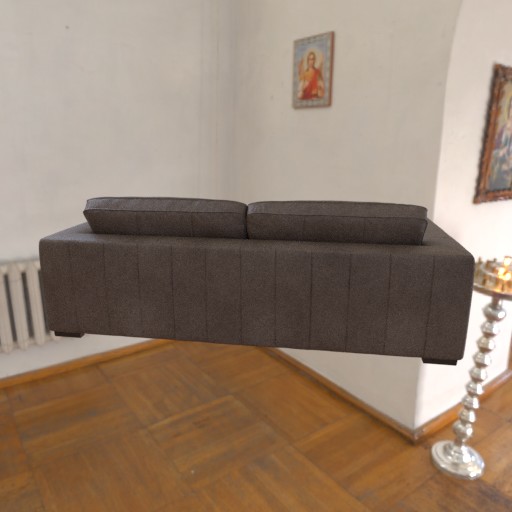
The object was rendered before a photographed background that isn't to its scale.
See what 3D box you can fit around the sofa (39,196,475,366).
[{"bbox_3d":[0.000,0.000,2.772,2.262,0.801,1.070,2,16,9],"label":"sofa"}]
